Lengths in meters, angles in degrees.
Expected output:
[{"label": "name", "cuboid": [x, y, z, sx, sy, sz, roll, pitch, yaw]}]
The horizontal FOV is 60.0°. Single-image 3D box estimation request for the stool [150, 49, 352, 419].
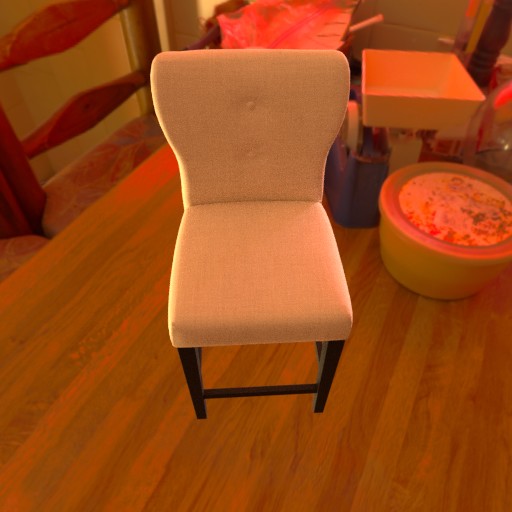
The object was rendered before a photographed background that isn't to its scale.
[{"label": "stool", "cuboid": [0.000, 0.000, 1.310, 0.514, 0.972, 0.603, -2, 47, -2]}]
